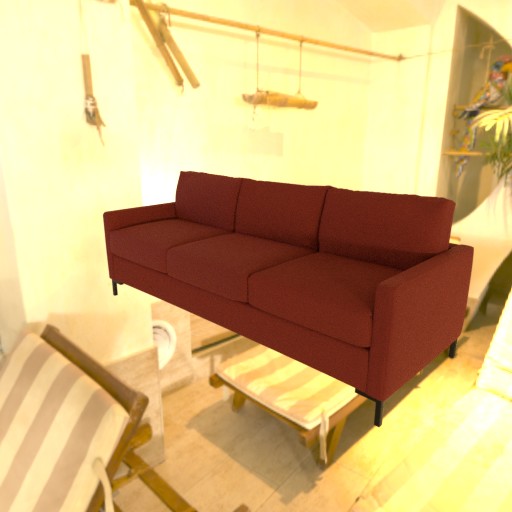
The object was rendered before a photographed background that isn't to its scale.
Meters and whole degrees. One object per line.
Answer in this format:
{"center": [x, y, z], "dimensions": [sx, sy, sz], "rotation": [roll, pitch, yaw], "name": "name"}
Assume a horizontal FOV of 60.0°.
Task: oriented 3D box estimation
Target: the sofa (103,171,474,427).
{"center": [0.000, 0.000, 2.713], "dimensions": [2.252, 0.879, 0.875], "rotation": [15, 22, 42], "name": "sofa"}
